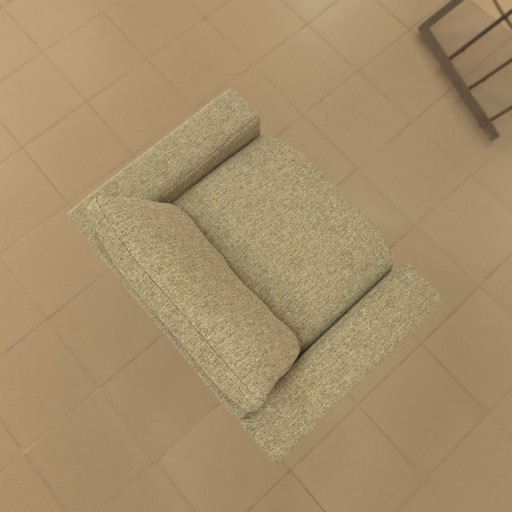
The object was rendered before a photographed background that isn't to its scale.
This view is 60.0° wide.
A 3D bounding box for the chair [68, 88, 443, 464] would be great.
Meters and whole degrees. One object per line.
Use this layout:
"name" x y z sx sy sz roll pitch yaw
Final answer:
"chair" 0.000 0.000 2.031 1.039 0.915 1.398 -41 79 -10
